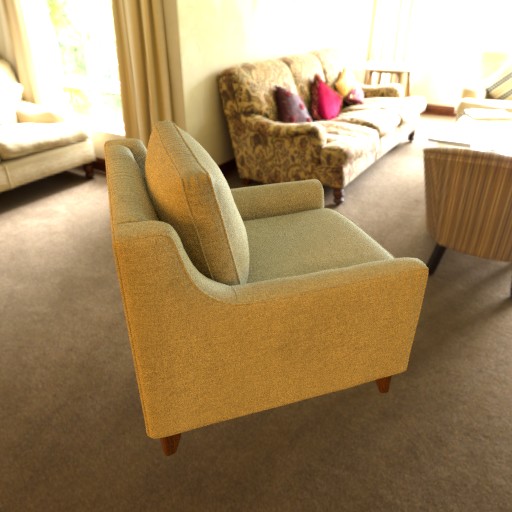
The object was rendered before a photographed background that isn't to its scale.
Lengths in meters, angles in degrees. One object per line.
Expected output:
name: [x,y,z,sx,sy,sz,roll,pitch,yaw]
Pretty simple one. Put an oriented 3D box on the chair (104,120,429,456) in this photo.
chair: [0.000,0.000,1.581,0.918,0.864,0.838,-9,31,-15]
